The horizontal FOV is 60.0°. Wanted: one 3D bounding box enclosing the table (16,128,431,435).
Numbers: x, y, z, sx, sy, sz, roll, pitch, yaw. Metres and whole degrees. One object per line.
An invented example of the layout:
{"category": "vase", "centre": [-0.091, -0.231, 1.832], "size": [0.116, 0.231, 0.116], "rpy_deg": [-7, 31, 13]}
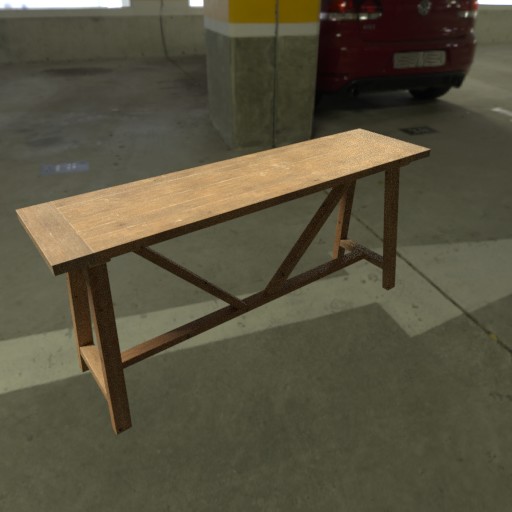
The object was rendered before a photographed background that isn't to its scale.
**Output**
{"category": "table", "centre": [0.000, 0.000, 2.096], "size": [1.800, 0.810, 0.465], "rpy_deg": [-21, 37, -31]}
